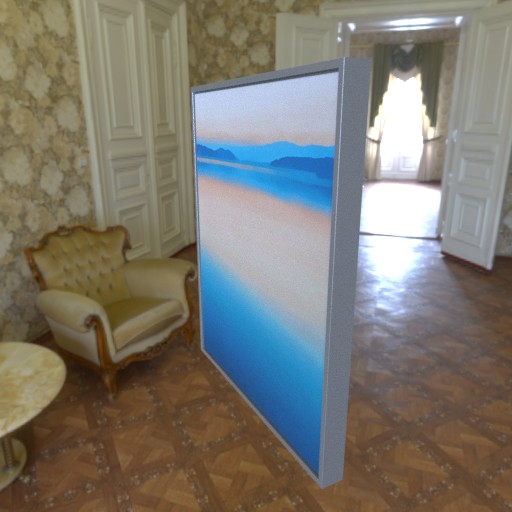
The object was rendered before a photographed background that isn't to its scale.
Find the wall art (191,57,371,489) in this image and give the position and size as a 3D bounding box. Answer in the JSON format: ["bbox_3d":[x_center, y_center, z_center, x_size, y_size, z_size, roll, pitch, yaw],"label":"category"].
[{"bbox_3d":[0.000,0.000,0.737,0.037,0.554,0.453,-9,19,-27],"label":"wall art"}]
